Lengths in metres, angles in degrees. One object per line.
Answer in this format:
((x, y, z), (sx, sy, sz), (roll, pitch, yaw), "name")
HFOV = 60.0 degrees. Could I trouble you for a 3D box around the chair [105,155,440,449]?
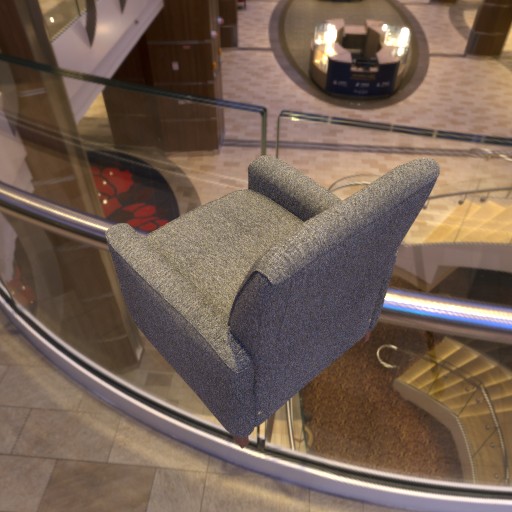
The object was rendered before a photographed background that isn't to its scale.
((0.000, 0.000, 1.653), (0.848, 1.014, 0.864), (-31, 52, -28), "chair")
